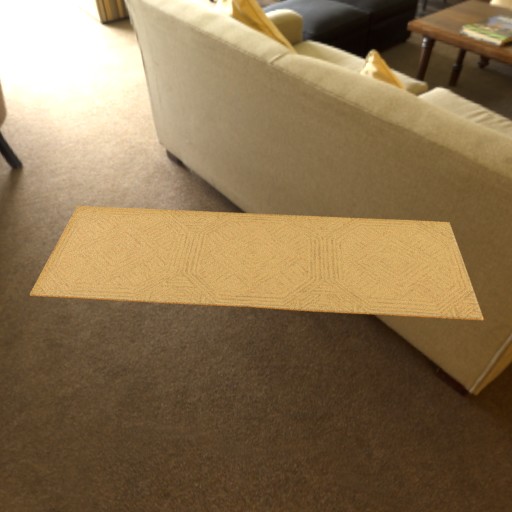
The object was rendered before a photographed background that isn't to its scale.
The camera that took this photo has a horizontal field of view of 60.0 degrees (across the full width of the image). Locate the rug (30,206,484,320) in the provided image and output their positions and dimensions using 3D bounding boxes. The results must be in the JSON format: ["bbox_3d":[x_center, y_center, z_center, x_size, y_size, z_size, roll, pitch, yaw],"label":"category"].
[{"bbox_3d":[0.000,0.000,2.654,2.452,0.012,0.775,3,46,3],"label":"rug"}]
